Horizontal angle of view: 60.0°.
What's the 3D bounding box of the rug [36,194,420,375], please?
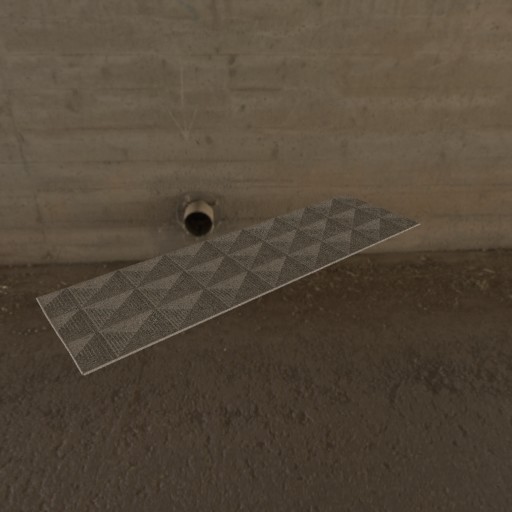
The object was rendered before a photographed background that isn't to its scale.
[{"bbox_3d":[0.000,0.000,2.489,2.182,0.015,0.645,-21,36,-32],"label":"rug"}]
